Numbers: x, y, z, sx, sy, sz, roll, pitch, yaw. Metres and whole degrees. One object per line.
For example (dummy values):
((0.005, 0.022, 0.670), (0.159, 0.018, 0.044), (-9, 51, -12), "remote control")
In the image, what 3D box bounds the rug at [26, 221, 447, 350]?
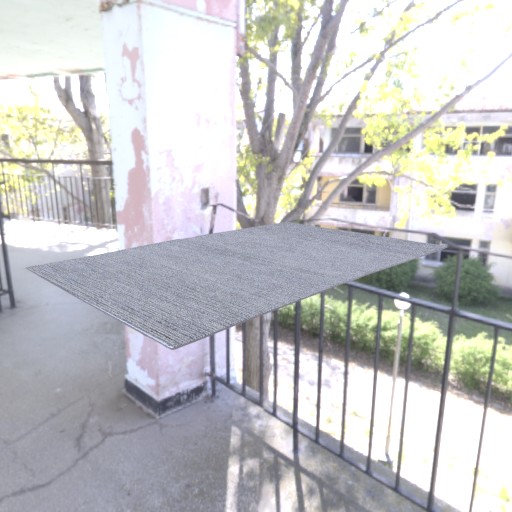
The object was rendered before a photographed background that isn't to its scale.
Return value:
((0.000, 0.000, 2.205), (1.789, 0.021, 1.159), (-13, 19, -43), "rug")
